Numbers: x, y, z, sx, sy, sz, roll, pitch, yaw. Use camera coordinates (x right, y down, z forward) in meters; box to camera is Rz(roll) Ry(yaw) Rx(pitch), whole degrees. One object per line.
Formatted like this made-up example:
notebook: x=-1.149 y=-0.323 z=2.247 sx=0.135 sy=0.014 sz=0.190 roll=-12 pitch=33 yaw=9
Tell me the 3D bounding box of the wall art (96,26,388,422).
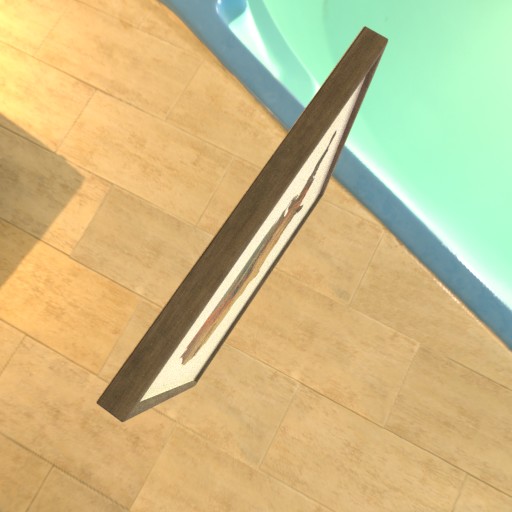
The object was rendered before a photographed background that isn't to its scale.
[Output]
wall art: x=0.000 y=0.000 z=1.061 sx=0.050 sy=0.751 sz=0.749 roll=33 pitch=79 yaw=7
